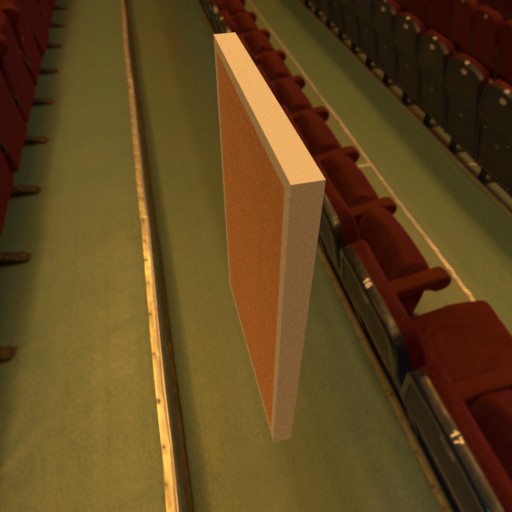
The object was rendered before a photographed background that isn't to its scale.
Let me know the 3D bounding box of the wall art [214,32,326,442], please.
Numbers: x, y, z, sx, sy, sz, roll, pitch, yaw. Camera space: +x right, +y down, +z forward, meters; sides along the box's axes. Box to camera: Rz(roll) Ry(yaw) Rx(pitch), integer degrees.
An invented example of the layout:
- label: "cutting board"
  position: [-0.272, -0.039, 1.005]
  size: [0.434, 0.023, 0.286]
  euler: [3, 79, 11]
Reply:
- label: "wall art"
  position: [0.000, 0.000, 0.553]
  size: [0.025, 0.428, 0.293]
  euler: [-10, 46, -10]
